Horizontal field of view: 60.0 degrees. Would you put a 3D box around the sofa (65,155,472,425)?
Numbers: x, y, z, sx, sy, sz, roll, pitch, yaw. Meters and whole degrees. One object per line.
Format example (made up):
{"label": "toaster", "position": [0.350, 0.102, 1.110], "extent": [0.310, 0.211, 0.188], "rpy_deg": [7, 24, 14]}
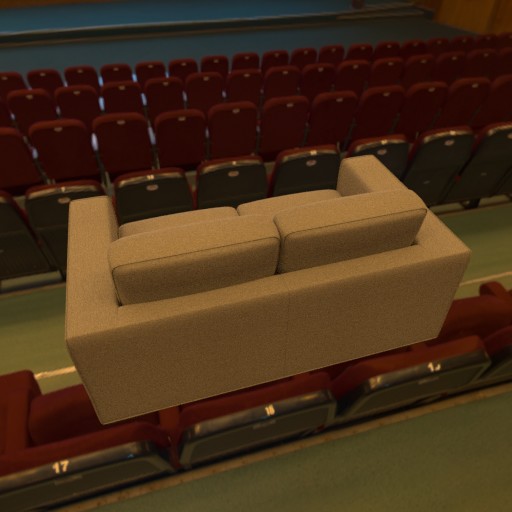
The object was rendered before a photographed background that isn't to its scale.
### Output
{"label": "sofa", "position": [0.000, 0.000, 2.366], "extent": [1.812, 0.924, 1.007], "rpy_deg": [-11, 42, -12]}
